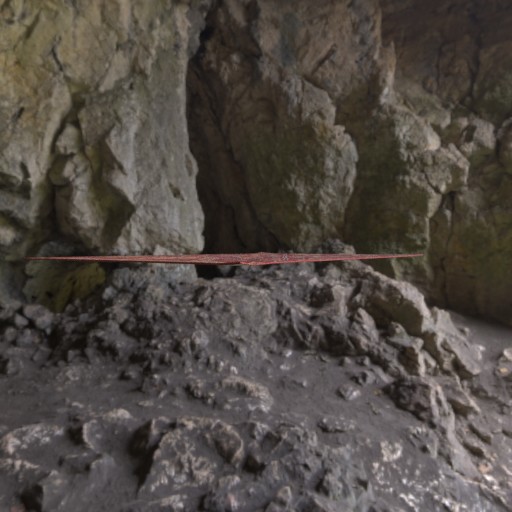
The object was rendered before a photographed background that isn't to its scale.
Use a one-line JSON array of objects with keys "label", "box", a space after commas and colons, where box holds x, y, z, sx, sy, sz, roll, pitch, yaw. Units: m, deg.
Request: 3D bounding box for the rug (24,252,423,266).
[{"label": "rug", "box": [0.000, 0.000, 2.915, 1.521, 0.026, 2.286, 1, 1, 36]}]
